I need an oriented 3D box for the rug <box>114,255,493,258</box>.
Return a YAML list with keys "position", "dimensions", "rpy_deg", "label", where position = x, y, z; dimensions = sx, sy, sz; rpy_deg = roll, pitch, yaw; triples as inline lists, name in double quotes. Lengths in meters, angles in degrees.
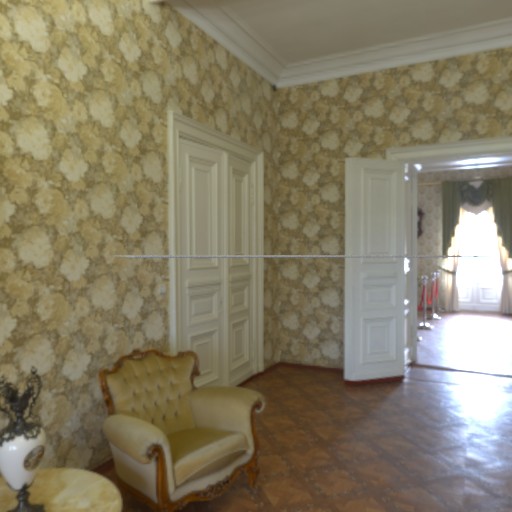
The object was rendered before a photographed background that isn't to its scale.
- position: [0.000, 0.000, 4.017]
  dimensions: [2.363, 0.012, 2.980]
  rpy_deg: [0, 0, -19]
  label: "rug"
